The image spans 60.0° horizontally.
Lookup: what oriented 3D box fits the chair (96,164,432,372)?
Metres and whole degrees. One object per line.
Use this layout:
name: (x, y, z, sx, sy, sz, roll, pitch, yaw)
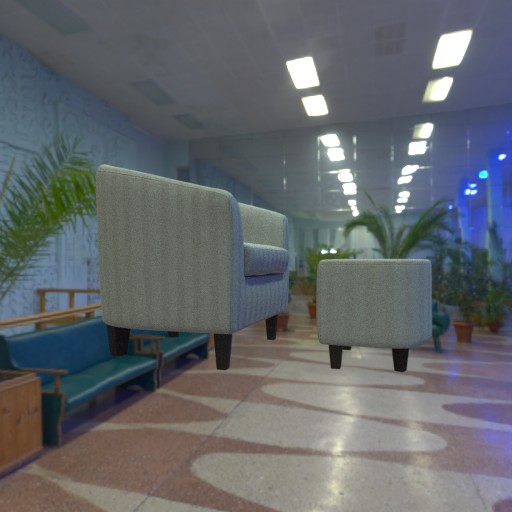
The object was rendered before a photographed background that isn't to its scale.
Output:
chair: (0.000, 0.000, 1.746, 1.288, 0.757, 0.756, 0, -1, 18)
